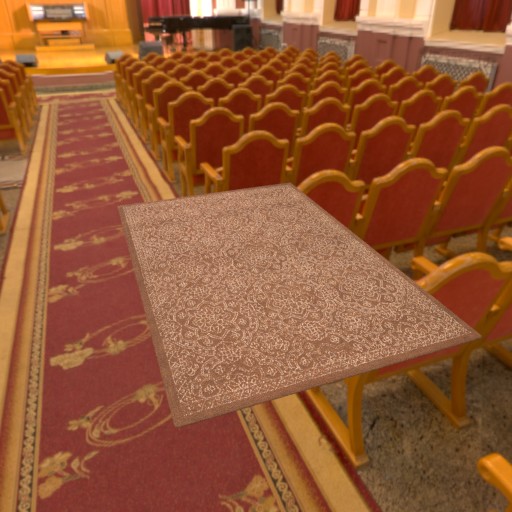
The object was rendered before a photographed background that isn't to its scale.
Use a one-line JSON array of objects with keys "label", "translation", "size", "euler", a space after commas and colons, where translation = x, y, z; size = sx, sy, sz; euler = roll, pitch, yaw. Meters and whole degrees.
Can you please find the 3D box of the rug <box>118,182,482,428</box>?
[{"label": "rug", "translation": [0.000, 0.000, 2.869], "size": [1.524, 0.011, 2.286], "euler": [-11, 31, -18]}]
